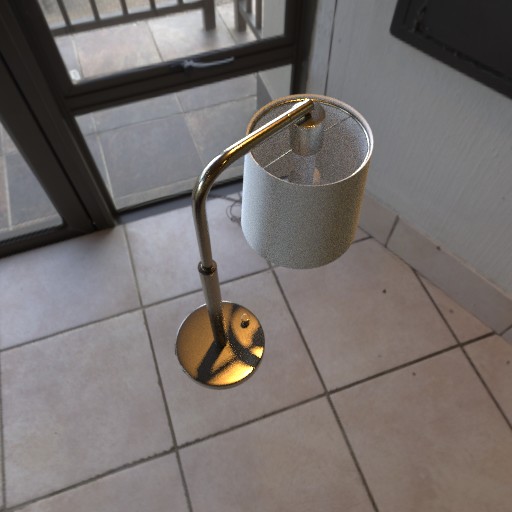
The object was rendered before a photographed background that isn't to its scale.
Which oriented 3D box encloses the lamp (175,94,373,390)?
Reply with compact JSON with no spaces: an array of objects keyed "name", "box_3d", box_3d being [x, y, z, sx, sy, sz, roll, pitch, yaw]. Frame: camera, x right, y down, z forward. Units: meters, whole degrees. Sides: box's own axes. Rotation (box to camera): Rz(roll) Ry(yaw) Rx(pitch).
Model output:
[{"name":"lamp","box_3d":[0.000,0.000,0.653,0.333,0.489,0.171,-34,64,-19]}]
